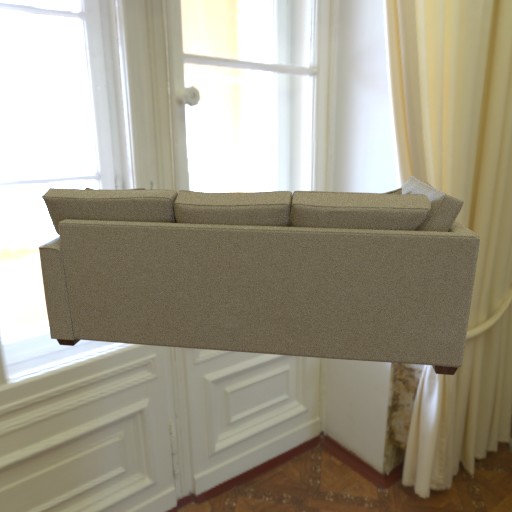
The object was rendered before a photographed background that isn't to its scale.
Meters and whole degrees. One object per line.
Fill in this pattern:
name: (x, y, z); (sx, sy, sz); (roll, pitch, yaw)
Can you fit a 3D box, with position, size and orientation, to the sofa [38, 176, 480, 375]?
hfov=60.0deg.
sofa: (0.000, 0.000, 2.830); (2.323, 0.948, 1.053); (2, 16, 8)
